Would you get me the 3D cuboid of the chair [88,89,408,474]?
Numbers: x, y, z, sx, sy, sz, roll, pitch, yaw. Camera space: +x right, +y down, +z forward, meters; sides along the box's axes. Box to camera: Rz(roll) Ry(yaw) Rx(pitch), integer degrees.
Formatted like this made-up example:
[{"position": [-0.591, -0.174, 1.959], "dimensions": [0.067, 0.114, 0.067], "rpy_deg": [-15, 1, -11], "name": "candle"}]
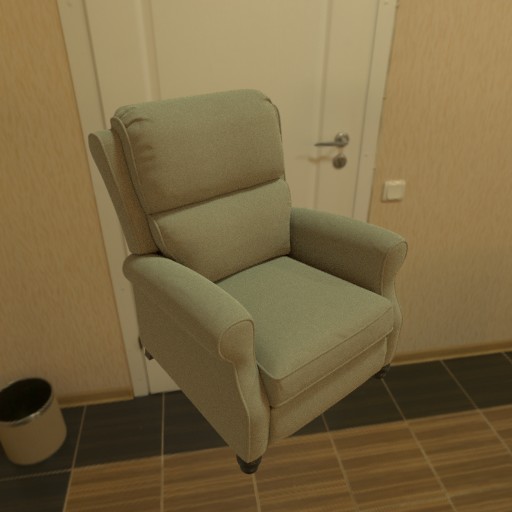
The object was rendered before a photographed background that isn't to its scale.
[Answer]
[{"position": [0.000, 0.000, 1.661], "dimensions": [0.859, 1.046, 0.919], "rpy_deg": [-22, 37, -33], "name": "chair"}]
